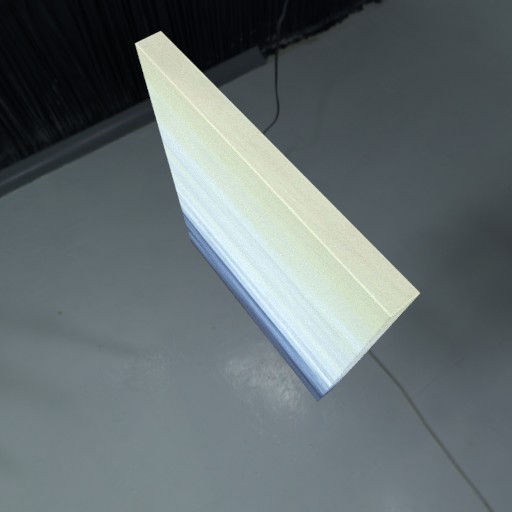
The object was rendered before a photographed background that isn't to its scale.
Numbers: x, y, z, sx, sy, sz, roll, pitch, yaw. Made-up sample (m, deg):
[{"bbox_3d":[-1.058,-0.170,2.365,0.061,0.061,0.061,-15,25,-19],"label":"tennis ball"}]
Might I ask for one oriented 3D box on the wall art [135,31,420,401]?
[{"bbox_3d":[0.000,0.000,0.695,0.037,0.511,0.435,-34,69,-15],"label":"wall art"}]
